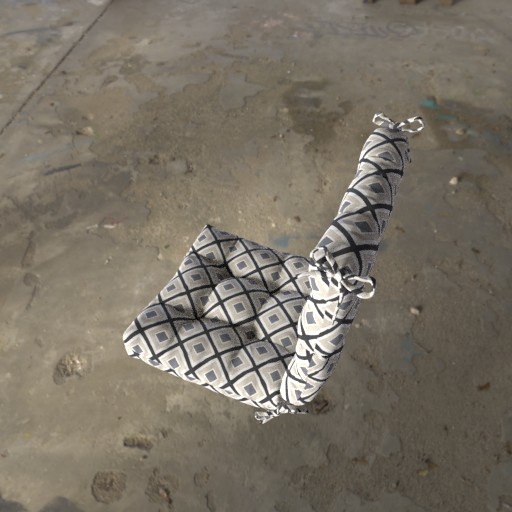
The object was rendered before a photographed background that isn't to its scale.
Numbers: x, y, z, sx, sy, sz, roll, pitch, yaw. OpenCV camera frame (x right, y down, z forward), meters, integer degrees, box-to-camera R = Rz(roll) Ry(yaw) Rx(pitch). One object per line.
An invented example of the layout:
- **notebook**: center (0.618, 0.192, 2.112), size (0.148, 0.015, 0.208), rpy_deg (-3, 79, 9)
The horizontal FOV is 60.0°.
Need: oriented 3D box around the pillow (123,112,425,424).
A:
- **pillow**: center (0.000, 0.000, 1.050), size (0.571, 0.605, 0.519), rpy_deg (17, 49, 16)
